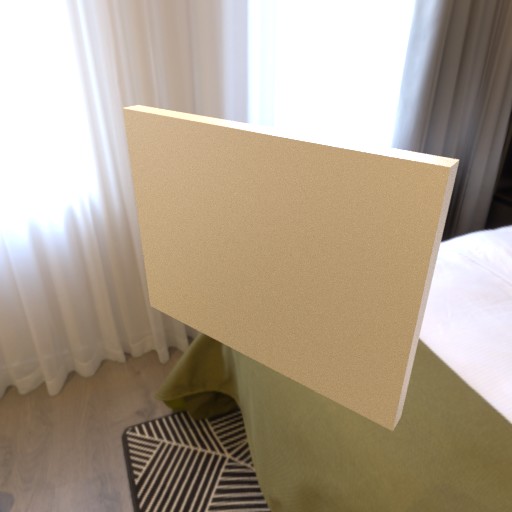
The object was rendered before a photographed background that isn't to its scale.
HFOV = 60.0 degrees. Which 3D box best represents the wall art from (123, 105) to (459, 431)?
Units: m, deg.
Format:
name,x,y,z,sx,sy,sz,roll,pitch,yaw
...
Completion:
name,x,y,z,sx,sy,sz,roll,pitch,yaw
wall art,0.000,0.000,1.413,1.056,0.801,0.066,20,35,32
